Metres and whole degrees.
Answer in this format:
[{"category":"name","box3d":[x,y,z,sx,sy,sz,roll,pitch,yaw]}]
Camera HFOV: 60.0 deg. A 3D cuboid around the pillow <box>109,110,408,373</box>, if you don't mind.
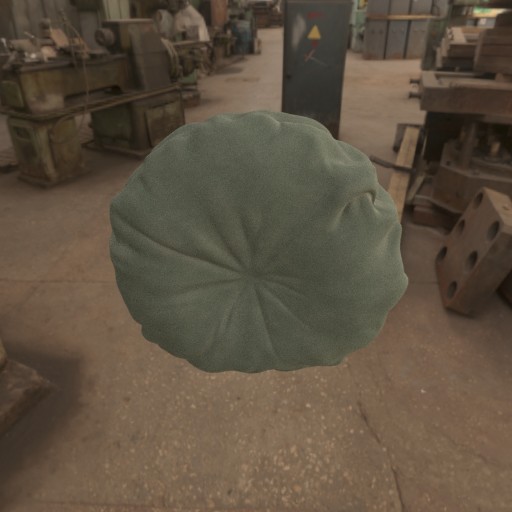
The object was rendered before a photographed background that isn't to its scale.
[{"category":"pillow","box3d":[0.000,0.000,0.647,0.428,0.407,0.148,2,31,4]}]
